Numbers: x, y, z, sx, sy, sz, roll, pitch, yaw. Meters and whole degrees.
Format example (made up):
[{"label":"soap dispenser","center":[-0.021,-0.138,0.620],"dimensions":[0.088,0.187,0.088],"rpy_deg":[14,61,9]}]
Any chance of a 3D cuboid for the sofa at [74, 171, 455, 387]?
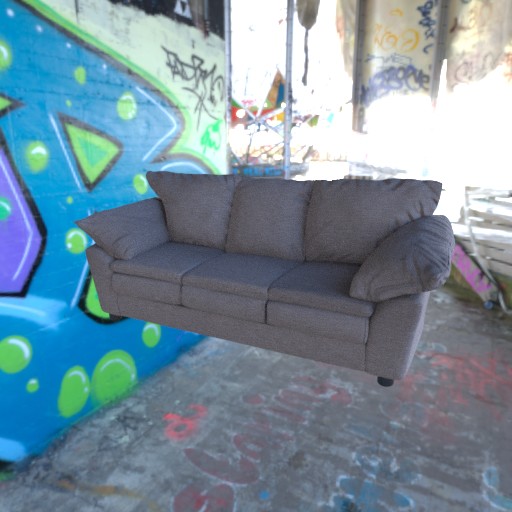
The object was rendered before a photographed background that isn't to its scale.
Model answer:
[{"label":"sofa","center":[0.000,0.000,2.933],"dimensions":[2.390,1.043,0.927],"rpy_deg":[7,17,26]}]
